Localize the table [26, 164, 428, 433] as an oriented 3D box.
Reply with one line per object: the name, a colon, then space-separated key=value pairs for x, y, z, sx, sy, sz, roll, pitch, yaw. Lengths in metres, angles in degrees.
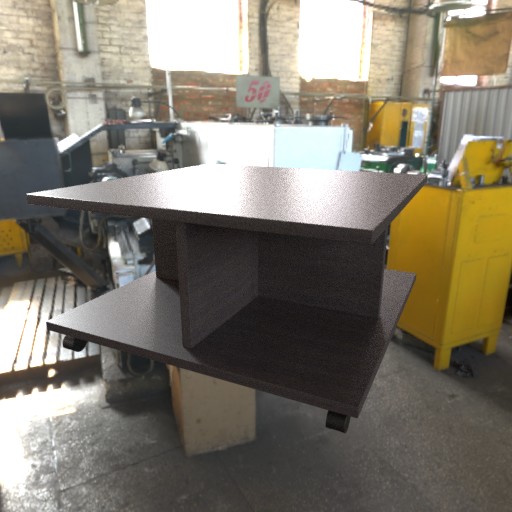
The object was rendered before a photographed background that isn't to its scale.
table: x=0.000 y=0.000 z=1.206 sx=0.762 sy=0.396 sz=0.762 roll=8 pitch=19 yaw=25
